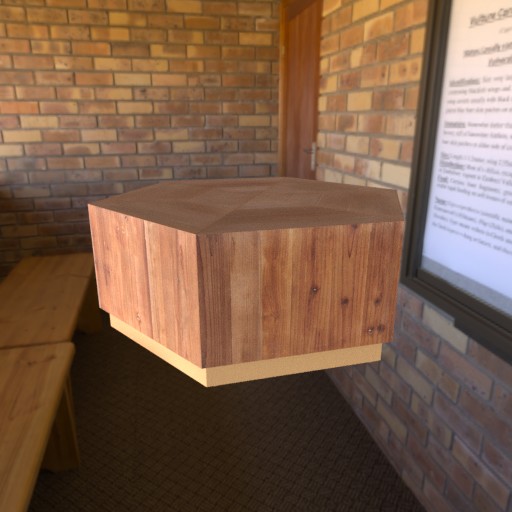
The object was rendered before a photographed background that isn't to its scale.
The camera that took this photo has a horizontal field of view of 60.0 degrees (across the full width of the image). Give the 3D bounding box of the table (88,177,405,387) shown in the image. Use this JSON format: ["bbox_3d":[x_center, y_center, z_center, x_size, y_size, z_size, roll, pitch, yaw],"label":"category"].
[{"bbox_3d":[0.000,0.000,1.679,1.154,0.456,1.000,16,24,42],"label":"table"}]
